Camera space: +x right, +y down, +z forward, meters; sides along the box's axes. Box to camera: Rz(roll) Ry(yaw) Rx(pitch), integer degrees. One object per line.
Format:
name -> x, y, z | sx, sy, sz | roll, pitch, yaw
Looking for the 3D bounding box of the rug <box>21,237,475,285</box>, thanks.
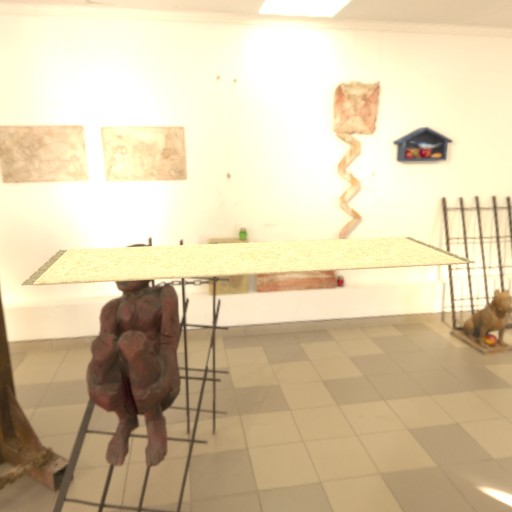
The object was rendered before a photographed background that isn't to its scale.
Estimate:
rug -> 0.000, 0.000, 2.830 | 2.544, 0.015, 0.795 | -2, 14, -10
